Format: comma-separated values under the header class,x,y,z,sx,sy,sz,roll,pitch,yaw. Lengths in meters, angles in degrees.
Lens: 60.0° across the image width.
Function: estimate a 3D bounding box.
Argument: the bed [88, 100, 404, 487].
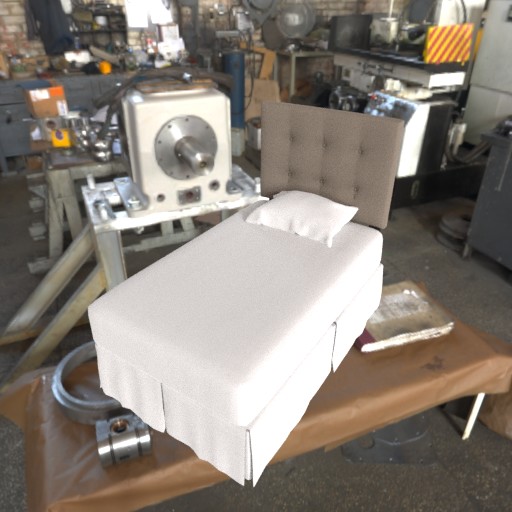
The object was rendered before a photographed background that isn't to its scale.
class,x,y,z,sx,sy,sz,roll,pitch,yaw
bed,0.000,0.000,2.986,1.261,1.571,1.997,19,36,29
